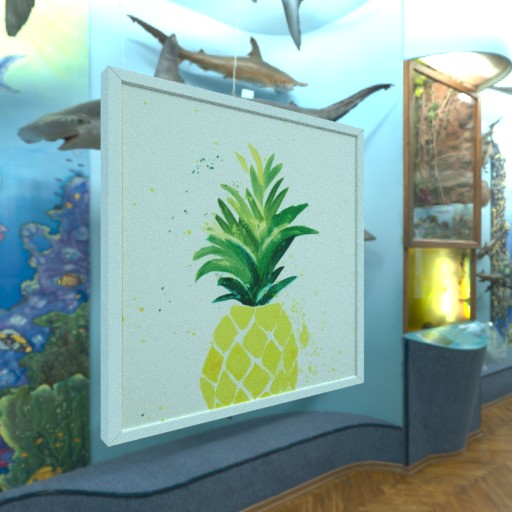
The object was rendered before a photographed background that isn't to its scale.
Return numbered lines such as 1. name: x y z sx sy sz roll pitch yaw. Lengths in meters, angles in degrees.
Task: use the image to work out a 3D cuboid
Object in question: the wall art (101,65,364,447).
1. wall art: 0.000 0.000 0.454 0.307 0.307 0.020 0 0 -36
